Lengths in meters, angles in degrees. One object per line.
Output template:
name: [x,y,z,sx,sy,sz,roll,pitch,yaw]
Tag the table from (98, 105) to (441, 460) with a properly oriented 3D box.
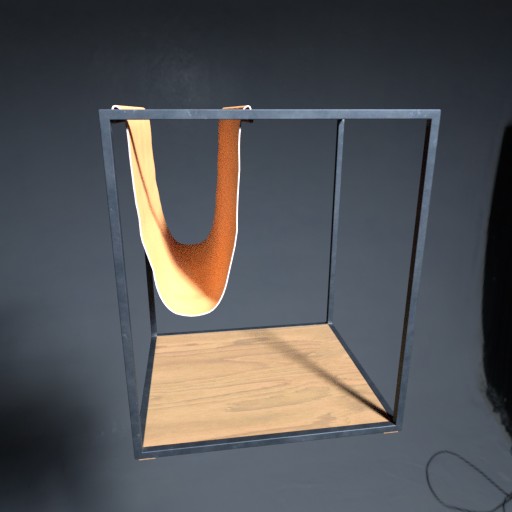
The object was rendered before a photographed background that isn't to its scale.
table: [0.000,0.000,0.840,0.450,0.536,0.399,-3,18,-8]
